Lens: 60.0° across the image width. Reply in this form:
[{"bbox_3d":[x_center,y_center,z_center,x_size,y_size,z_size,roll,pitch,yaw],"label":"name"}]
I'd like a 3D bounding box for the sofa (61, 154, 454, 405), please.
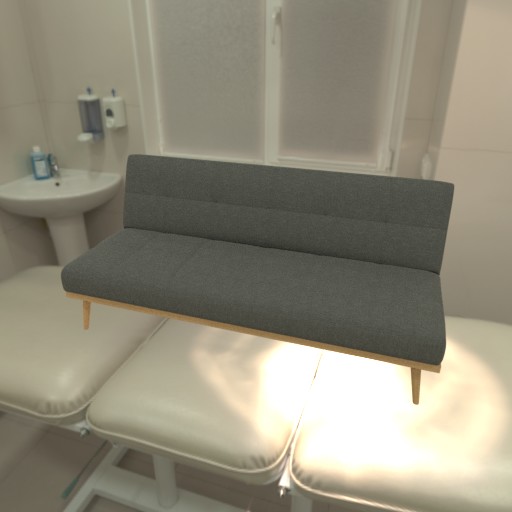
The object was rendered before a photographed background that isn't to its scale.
[{"bbox_3d":[0.000,0.000,2.260,1.820,0.770,0.820,9,28,16],"label":"sofa"}]
